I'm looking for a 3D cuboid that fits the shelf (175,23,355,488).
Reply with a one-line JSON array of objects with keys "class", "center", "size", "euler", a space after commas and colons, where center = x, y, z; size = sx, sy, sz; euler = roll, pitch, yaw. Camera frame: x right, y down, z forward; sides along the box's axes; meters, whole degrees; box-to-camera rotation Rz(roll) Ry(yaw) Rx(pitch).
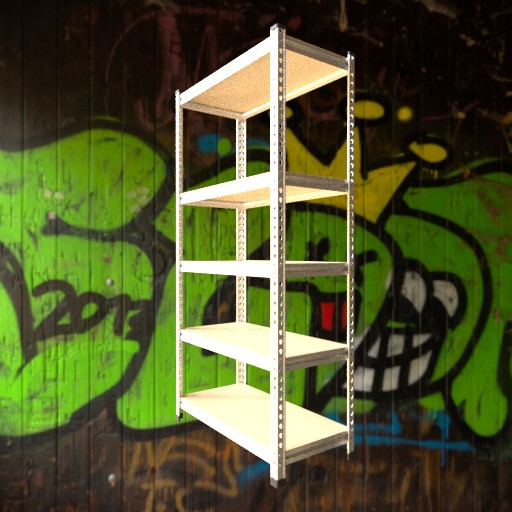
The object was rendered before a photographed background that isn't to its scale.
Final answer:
[{"class": "shelf", "center": [0.000, 0.000, 2.241], "size": [0.457, 1.829, 0.914], "euler": [0, 0, -36]}]
